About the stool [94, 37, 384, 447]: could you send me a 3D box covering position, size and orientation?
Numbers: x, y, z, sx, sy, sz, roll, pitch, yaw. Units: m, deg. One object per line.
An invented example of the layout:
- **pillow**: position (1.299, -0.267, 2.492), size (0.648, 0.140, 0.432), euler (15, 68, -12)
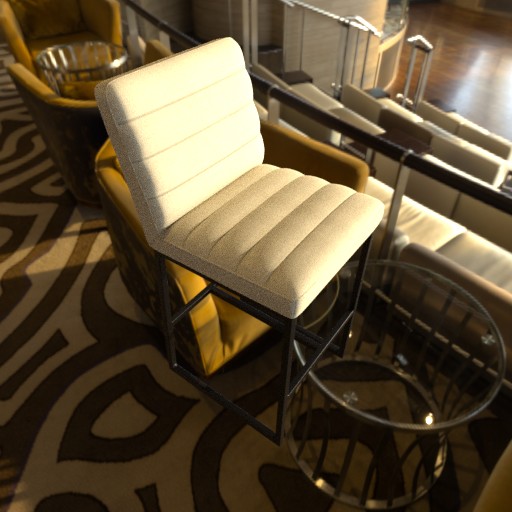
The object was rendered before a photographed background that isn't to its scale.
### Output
- **stool**: position (0.000, 0.000, 1.306), size (0.560, 1.040, 0.460), euler (26, 48, 26)
